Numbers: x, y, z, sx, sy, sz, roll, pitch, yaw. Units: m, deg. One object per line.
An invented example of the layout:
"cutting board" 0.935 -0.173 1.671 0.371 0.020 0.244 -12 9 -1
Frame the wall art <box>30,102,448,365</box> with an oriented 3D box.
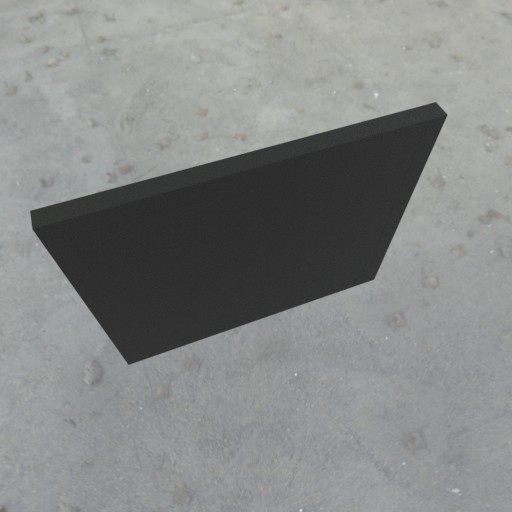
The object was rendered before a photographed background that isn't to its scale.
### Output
"wall art" 0.000 0.000 0.759 0.558 0.457 0.029 -18 59 -11
